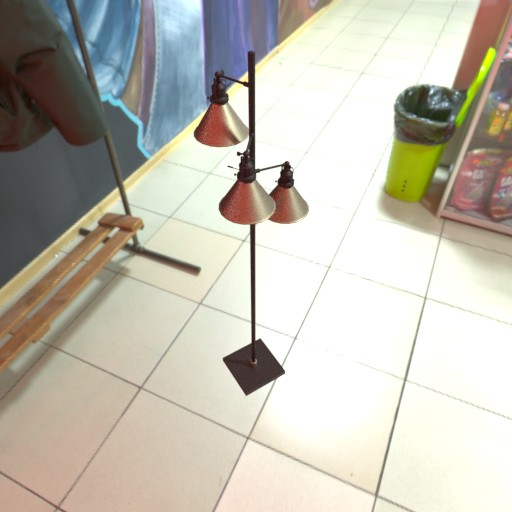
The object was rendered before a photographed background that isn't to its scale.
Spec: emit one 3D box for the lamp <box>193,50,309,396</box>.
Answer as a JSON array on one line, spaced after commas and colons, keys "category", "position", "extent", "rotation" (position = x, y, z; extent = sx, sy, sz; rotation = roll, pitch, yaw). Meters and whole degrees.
[{"category": "lamp", "position": [0.000, 0.000, 1.903], "extent": [0.415, 1.716, 0.428], "rotation": [-24, 50, -22]}]
